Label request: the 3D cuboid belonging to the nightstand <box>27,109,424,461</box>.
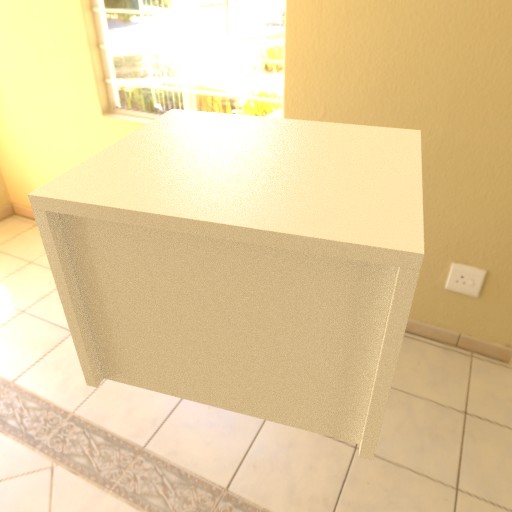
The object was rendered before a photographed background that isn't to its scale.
[{"bbox_3d":[0.000,0.000,0.753,0.470,0.351,0.408,9,34,14],"label":"nightstand"}]
